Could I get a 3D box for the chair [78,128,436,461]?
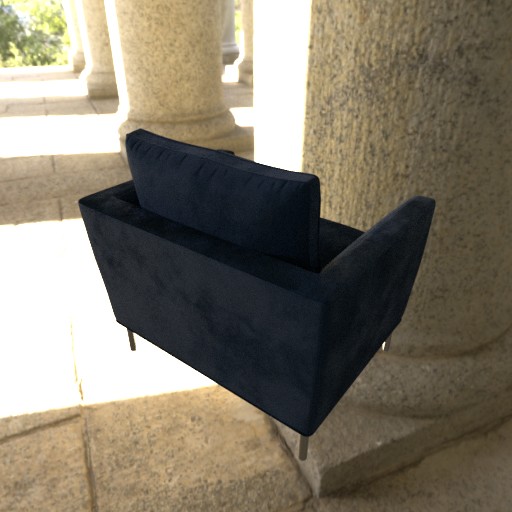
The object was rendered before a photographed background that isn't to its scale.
[{"bbox_3d":[0.000,0.000,1.598,0.977,0.893,0.746,21,36,32],"label":"chair"}]
